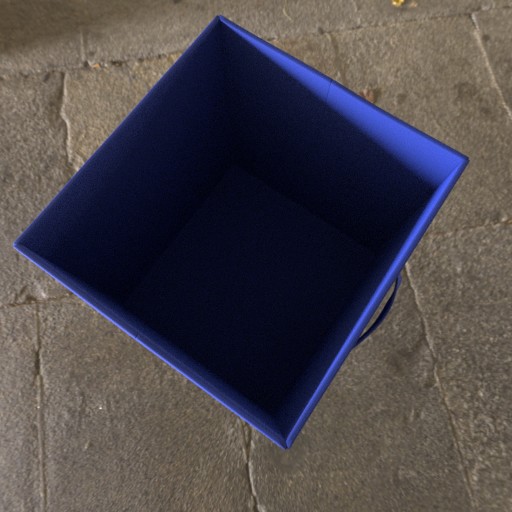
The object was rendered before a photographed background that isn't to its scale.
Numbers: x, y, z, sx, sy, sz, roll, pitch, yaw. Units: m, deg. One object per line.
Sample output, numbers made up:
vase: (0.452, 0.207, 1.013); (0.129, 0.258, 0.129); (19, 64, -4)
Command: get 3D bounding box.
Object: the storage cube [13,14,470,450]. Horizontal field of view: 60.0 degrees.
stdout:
storage cube: (0.000, 0.000, 0.477); (0.270, 0.280, 0.270); (34, 77, 9)
